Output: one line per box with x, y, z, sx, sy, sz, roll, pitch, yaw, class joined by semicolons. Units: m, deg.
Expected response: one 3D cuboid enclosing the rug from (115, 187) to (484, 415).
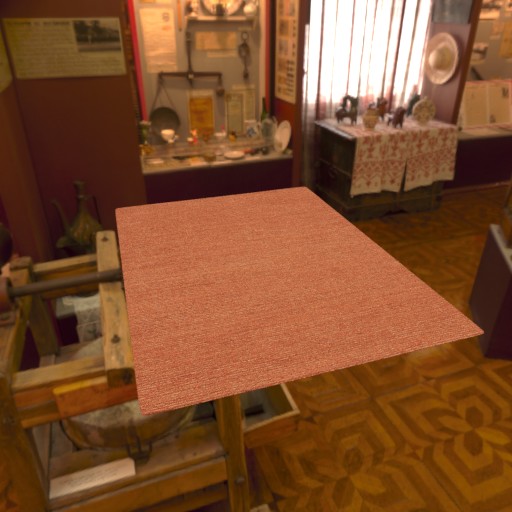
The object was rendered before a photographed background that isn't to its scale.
0.000;0.000;2.747;1.594;0.009;2.112;-9;30;-16;rug
